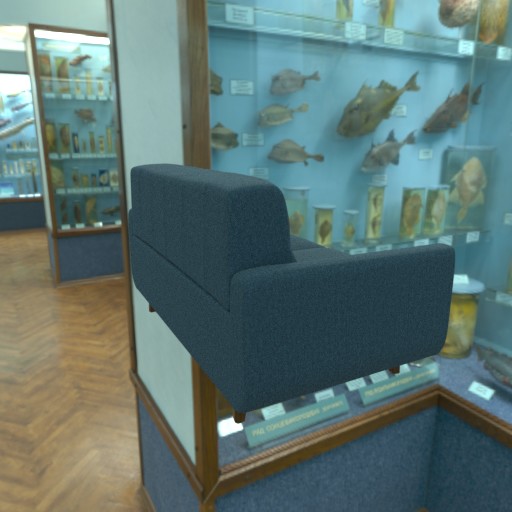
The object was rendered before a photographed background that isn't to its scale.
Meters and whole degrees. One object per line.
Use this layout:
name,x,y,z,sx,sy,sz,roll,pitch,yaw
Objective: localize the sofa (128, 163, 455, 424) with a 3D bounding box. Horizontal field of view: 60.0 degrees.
sofa,0.000,0.000,2.262,0.942,0.896,1.651,-7,16,-27
